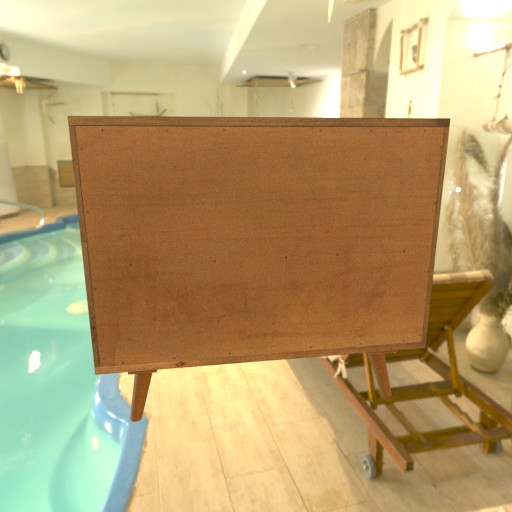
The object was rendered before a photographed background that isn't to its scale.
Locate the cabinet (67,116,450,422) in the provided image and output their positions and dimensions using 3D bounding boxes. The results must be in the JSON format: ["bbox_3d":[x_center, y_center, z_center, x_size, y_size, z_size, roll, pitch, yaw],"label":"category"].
[{"bbox_3d":[0.000,0.000,1.533,1.023,0.897,0.529,-2,15,-9],"label":"cabinet"}]
